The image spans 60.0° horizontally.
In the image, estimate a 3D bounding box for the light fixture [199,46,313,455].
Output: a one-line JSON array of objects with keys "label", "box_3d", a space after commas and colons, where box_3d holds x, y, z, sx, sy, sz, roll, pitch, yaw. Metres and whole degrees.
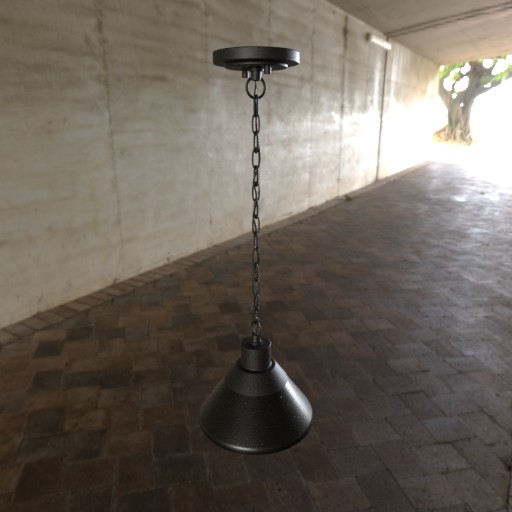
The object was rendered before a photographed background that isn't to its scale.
[{"label": "light fixture", "box_3d": [0.000, 0.000, 0.700, 0.201, 0.588, 0.201, -8, 19, -25]}]
